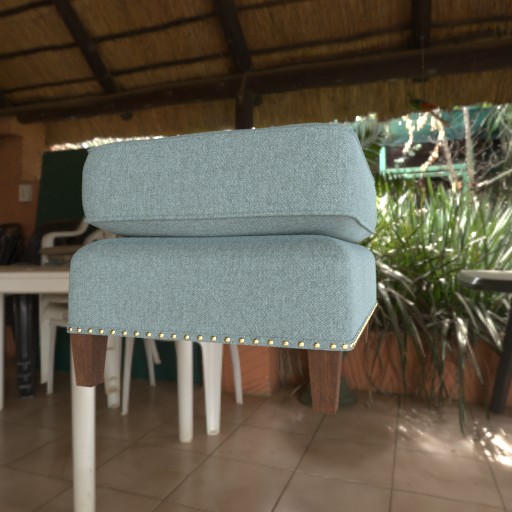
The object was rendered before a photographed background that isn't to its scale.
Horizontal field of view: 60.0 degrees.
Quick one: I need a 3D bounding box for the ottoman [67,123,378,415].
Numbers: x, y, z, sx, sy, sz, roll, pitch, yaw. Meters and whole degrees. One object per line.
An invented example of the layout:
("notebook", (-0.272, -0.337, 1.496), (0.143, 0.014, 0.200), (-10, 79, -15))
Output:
("ottoman", (0.000, 0.000, 1.154), (0.589, 0.537, 0.738), (0, 0, 18))
